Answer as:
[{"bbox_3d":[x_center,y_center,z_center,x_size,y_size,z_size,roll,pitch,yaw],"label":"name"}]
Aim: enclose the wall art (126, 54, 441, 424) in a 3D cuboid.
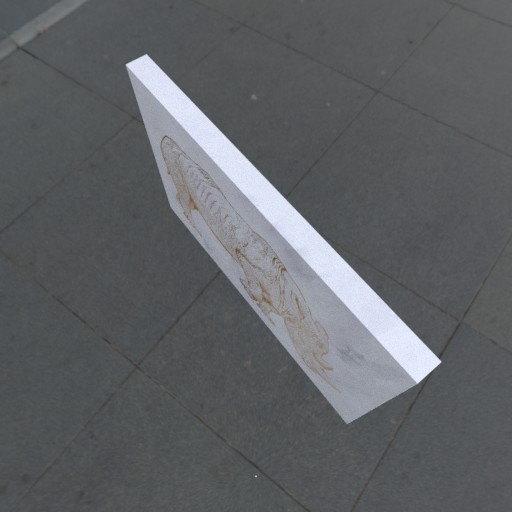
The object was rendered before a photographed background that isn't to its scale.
[{"bbox_3d":[0.000,0.000,0.765,0.038,0.407,0.609,-35,69,-16],"label":"wall art"}]
